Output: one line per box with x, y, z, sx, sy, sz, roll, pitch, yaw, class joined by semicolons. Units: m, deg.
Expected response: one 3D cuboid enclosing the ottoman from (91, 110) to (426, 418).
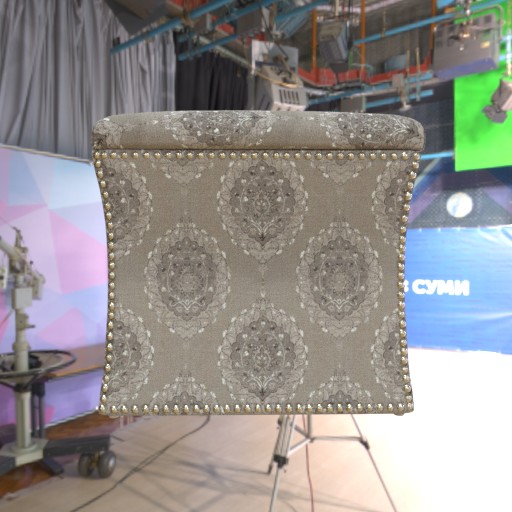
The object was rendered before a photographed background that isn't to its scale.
0.000;0.000;0.883;0.507;0.473;0.497;0;2;-1;ottoman
